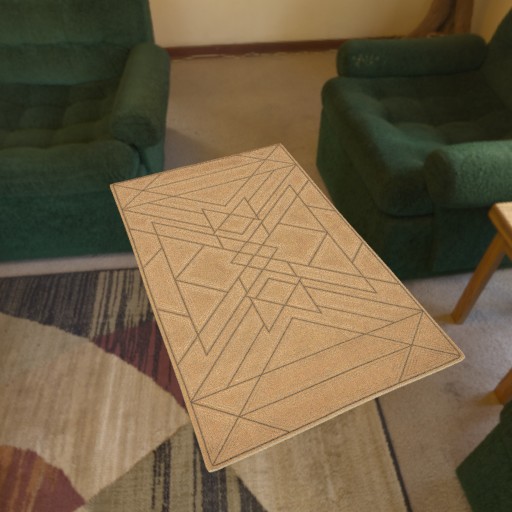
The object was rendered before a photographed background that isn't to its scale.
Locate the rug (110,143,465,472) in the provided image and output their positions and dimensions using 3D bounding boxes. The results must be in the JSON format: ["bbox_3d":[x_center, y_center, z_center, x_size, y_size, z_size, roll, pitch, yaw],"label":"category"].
[{"bbox_3d":[0.000,0.000,3.110,1.575,0.023,2.459,-17,49,-16],"label":"rug"}]
